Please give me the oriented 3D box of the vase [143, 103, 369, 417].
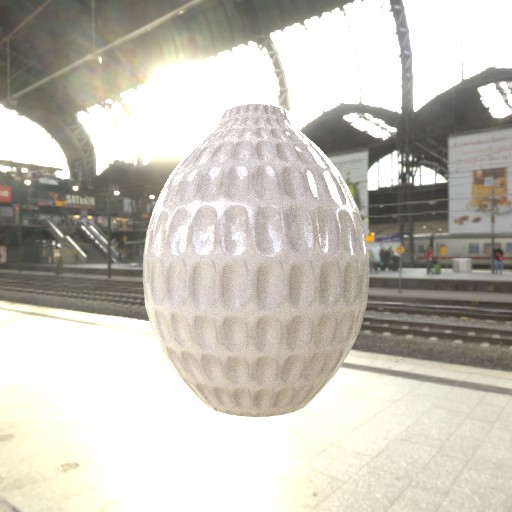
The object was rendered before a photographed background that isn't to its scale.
[{"bbox_3d":[0.000,0.000,0.259,0.128,0.167,0.128,0,0,0],"label":"vase"}]
